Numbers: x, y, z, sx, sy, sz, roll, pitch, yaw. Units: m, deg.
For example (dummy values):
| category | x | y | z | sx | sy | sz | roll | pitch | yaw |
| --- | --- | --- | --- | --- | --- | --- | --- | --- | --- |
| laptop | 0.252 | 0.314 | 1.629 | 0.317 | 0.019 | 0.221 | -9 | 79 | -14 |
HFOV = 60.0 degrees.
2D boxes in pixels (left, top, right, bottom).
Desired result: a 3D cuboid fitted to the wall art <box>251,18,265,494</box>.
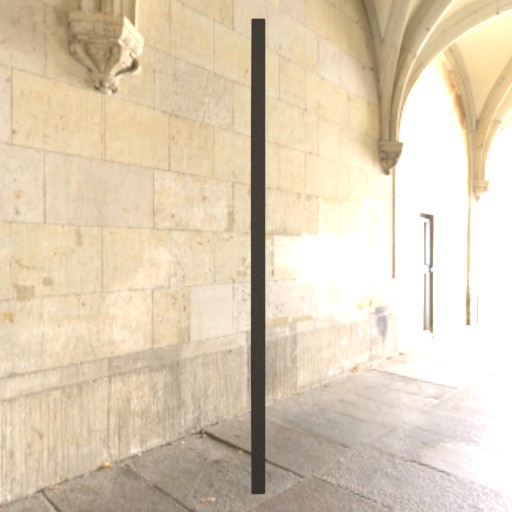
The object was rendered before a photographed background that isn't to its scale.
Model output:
| category | x | y | z | sx | sy | sz | roll | pitch | yaw |
| --- | --- | --- | --- | --- | --- | --- | --- | --- | --- |
| wall art | 0.000 | 0.000 | 1.344 | 0.030 | 1.027 | 0.774 | 0 | 0 | -1 |
